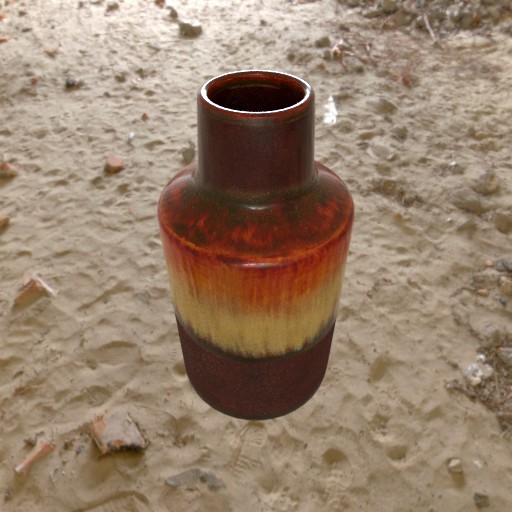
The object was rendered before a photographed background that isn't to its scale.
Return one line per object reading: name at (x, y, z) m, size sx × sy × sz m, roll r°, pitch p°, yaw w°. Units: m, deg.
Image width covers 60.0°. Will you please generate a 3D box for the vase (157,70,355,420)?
vase at (0.000, 0.000, 0.270) m, size 0.108 × 0.204 × 0.108 m, roll 0°, pitch 42°, yaw 0°
